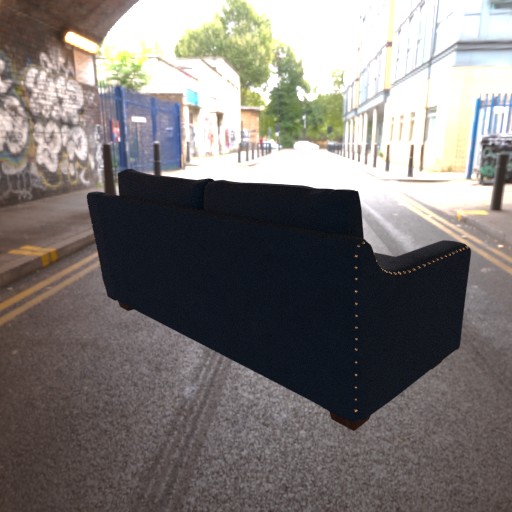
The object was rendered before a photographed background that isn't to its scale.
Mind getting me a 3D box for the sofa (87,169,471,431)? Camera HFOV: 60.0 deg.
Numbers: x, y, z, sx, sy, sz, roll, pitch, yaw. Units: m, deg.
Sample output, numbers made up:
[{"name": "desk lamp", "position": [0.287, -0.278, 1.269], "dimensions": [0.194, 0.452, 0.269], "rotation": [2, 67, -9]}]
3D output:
[{"name": "sofa", "position": [0.000, 0.000, 2.666], "dimensions": [1.104, 0.983, 2.107], "rotation": [-14, 20, -43]}]
